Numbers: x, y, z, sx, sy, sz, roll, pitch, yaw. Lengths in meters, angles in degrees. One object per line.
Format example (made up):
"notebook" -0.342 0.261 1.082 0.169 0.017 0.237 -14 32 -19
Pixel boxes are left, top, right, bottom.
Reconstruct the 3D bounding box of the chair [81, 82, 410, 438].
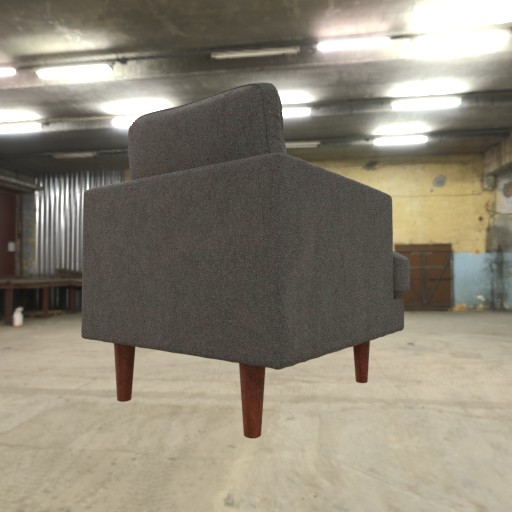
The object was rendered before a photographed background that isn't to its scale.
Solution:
"chair" 0.000 0.000 1.620 0.858 0.957 0.899 -1 -2 37
